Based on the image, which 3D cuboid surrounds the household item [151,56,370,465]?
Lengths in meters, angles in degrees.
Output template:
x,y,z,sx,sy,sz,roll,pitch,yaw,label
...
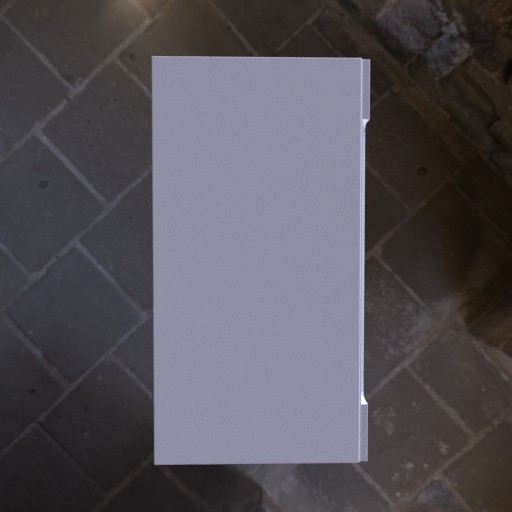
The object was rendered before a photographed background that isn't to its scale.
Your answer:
x,y,z,sx,sy,sz,roll,pitch,yaw,label
0.000,0.000,1.365,0.420,1.010,0.790,0,92,-1,household item
